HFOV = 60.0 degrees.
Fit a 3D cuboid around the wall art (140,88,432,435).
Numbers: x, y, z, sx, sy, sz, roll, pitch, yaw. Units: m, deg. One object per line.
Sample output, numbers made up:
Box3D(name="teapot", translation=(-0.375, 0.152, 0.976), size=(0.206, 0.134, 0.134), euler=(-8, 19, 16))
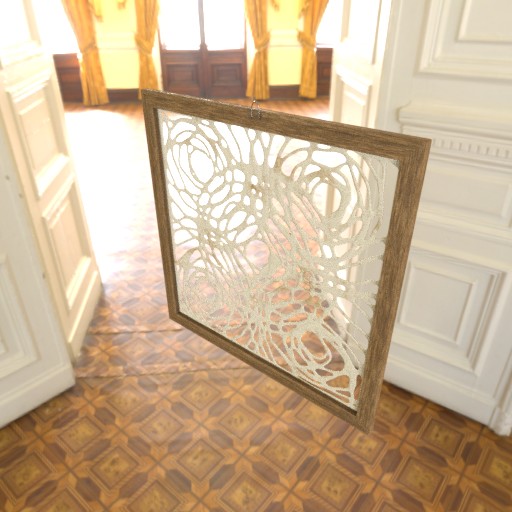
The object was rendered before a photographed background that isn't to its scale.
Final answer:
Box3D(name="wall art", translation=(0.000, 0.000, 0.848), size=(0.561, 0.576, 0.021), euler=(22, 37, 33))
